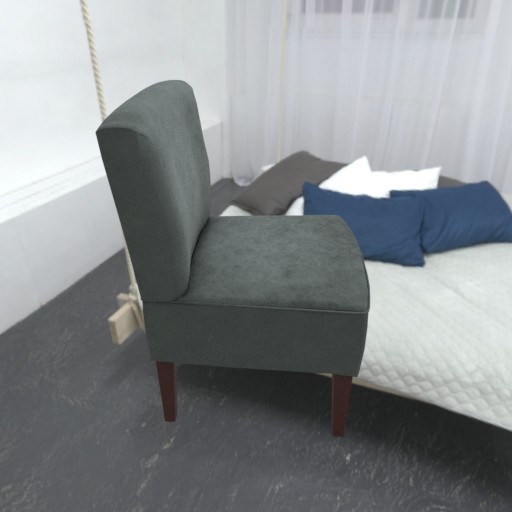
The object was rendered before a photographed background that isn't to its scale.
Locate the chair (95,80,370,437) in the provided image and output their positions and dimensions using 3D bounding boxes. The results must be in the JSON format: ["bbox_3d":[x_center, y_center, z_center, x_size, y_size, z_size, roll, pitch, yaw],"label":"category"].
[{"bbox_3d":[0.000,0.000,1.153,0.554,0.806,0.521,1,30,2],"label":"chair"}]
